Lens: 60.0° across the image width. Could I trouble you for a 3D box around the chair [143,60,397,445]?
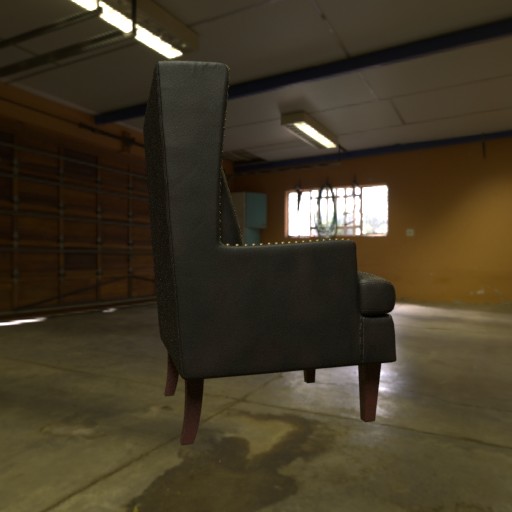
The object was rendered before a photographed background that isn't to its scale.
[{"bbox_3d":[0.000,0.000,1.677,0.799,1.142,0.703,0,0,-17],"label":"chair"}]
